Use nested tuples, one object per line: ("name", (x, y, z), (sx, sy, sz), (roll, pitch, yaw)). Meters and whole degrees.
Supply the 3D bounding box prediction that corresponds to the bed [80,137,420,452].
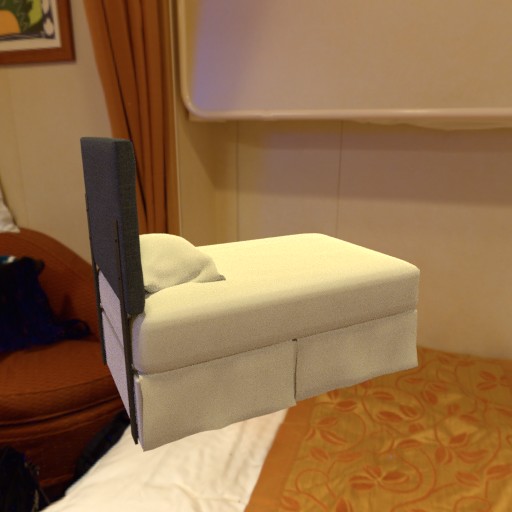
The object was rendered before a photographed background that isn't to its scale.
("bed", (0.000, 0.000, 3.017), (1.997, 1.571, 1.261), (-8, 17, -27))
